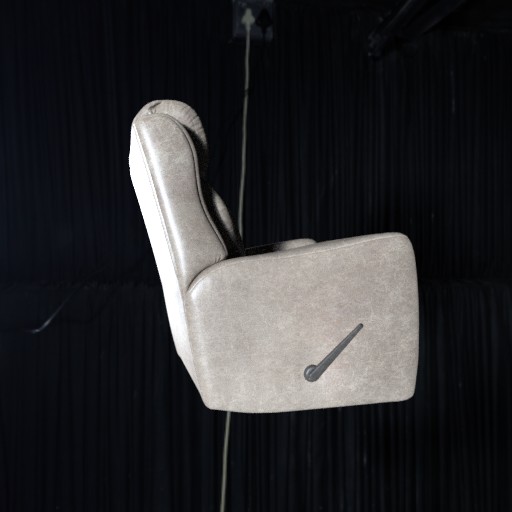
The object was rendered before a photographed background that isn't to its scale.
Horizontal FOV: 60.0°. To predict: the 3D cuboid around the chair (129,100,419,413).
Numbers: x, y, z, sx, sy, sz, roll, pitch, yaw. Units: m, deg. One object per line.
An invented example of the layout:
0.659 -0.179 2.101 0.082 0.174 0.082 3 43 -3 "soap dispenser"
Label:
0.000 0.000 1.951 1.068 1.116 0.967 0 0 -16 "chair"
